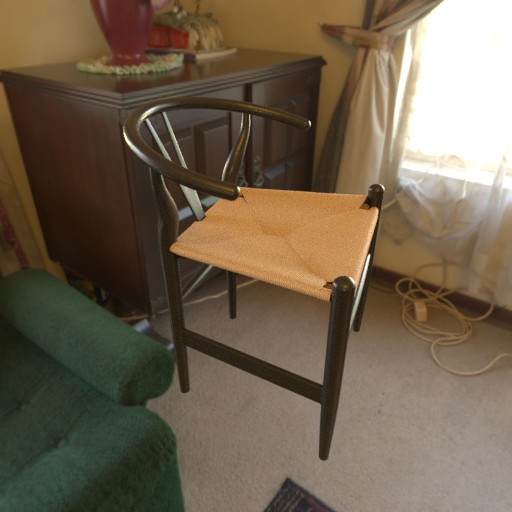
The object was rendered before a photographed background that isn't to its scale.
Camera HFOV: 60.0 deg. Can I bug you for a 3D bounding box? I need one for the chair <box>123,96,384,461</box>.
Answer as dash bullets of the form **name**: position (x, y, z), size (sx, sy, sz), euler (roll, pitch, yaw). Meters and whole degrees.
- **chair**: position (0.000, 0.000, 1.164), size (0.570, 0.739, 0.570), euler (10, 32, 17)
